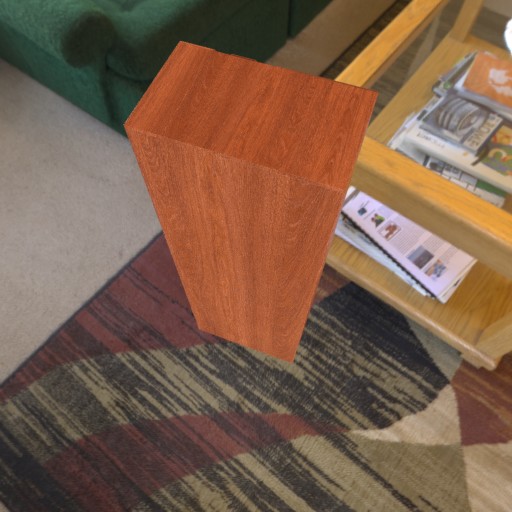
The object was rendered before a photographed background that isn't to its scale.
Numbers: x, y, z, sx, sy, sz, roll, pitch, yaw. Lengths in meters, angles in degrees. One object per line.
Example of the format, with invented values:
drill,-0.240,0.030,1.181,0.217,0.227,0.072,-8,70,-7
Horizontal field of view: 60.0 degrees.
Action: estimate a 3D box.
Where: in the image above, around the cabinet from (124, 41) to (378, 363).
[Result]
cabinet,0.000,0.000,2.199,0.660,1.980,0.420,18,64,9
